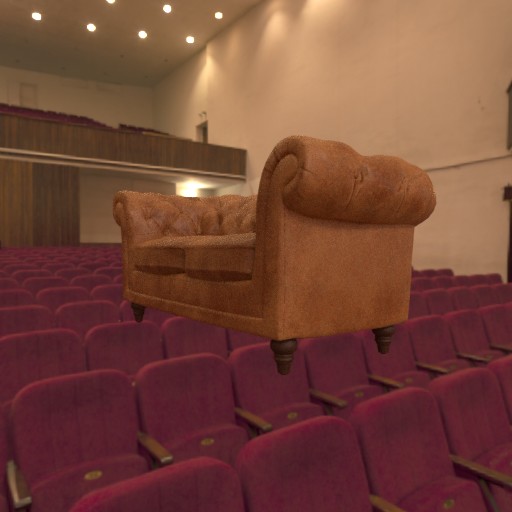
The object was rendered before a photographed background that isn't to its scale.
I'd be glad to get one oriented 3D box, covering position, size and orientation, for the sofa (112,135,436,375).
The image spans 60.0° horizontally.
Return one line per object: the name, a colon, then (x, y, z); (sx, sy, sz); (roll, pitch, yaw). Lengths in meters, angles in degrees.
sofa: (0.000, 0.000, 2.522); (1.042, 0.877, 1.979); (-1, 1, -36)
